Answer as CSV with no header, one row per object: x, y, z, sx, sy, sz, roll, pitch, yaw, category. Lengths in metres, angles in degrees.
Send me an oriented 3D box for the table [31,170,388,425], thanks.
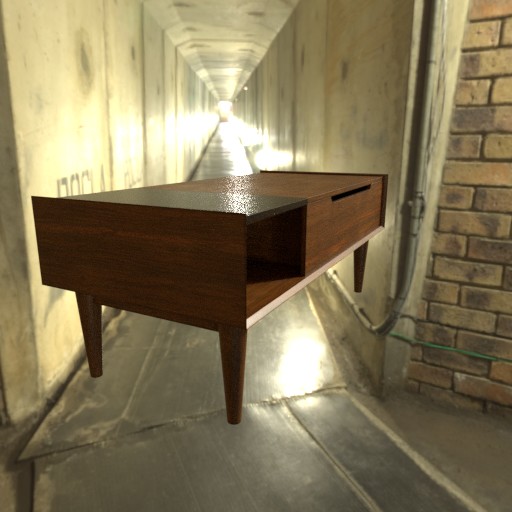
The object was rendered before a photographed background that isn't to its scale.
0.000,0.000,1.541,0.610,0.508,1.221,7,16,27,table
